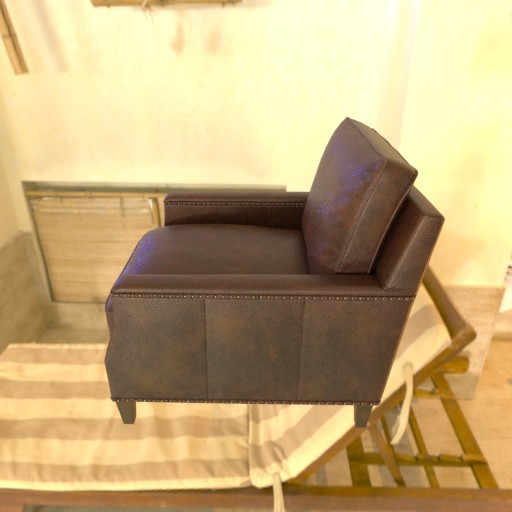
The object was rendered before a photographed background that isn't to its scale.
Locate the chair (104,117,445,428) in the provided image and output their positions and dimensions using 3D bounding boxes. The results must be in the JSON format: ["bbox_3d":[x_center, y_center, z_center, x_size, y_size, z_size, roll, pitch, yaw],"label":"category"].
[{"bbox_3d":[0.000,0.000,1.693,1.014,0.929,0.853,1,27,1],"label":"chair"}]
